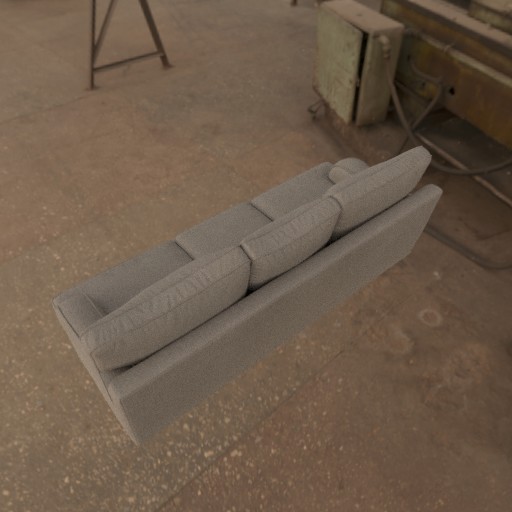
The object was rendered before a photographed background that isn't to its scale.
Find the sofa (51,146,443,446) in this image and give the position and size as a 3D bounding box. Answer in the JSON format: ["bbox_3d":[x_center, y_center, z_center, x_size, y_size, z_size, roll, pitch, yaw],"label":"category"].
[{"bbox_3d":[0.000,0.000,2.798,2.323,0.991,1.016,-30,52,-26],"label":"sofa"}]
